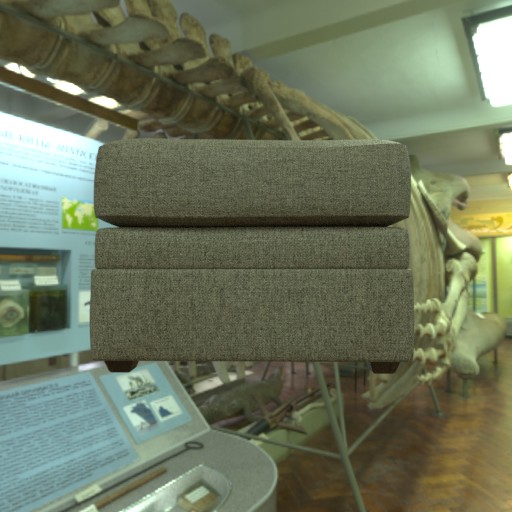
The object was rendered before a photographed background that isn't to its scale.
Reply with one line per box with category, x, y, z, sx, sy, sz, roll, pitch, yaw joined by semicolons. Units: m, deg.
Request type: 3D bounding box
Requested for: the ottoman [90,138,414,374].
ottoman;0.000;0.000;1.254;0.637;0.478;0.885;0;-2;1
